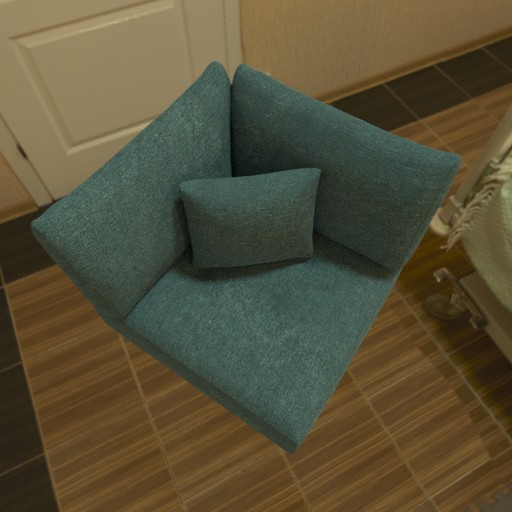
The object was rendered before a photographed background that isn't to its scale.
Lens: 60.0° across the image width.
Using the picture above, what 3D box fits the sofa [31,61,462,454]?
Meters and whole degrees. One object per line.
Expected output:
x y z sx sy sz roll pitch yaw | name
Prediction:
0.000 0.000 1.704 1.000 0.820 1.000 30 63 17 | sofa
